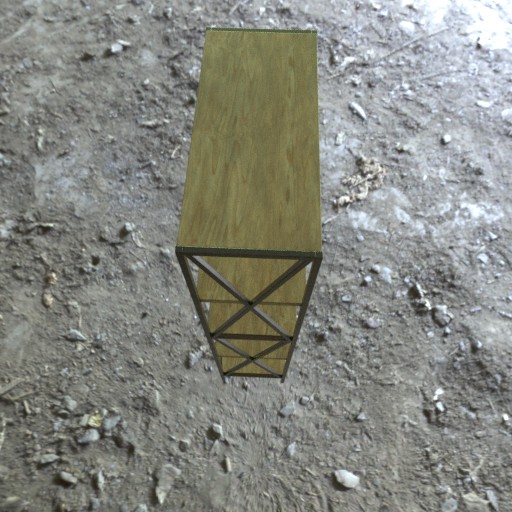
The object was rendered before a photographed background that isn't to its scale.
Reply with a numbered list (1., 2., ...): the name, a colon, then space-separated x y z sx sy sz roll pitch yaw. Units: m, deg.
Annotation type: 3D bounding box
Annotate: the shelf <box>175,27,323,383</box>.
1. shelf: 0.000 0.000 2.154 0.386 1.803 0.874 2 64 1
